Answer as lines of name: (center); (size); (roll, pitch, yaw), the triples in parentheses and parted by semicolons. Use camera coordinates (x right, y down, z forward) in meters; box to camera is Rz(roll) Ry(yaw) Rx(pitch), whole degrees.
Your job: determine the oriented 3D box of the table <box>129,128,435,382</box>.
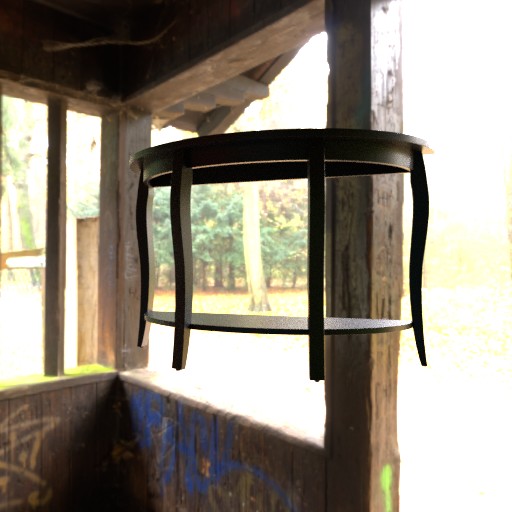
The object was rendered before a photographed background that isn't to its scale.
table: (0.000, 0.000, 1.584); (1.219, 0.780, 0.394); (0, -1, 18)
